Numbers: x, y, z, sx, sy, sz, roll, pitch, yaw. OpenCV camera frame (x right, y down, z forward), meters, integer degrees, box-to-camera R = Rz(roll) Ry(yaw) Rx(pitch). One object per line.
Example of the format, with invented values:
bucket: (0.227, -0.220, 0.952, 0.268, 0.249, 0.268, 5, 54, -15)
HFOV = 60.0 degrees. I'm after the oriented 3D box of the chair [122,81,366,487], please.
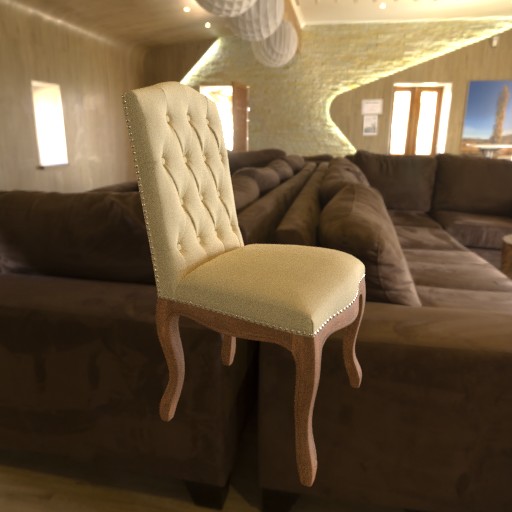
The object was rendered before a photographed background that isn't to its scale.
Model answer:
chair: (0.000, 0.000, 1.540, 0.715, 1.165, 0.623, 7, 17, 25)
